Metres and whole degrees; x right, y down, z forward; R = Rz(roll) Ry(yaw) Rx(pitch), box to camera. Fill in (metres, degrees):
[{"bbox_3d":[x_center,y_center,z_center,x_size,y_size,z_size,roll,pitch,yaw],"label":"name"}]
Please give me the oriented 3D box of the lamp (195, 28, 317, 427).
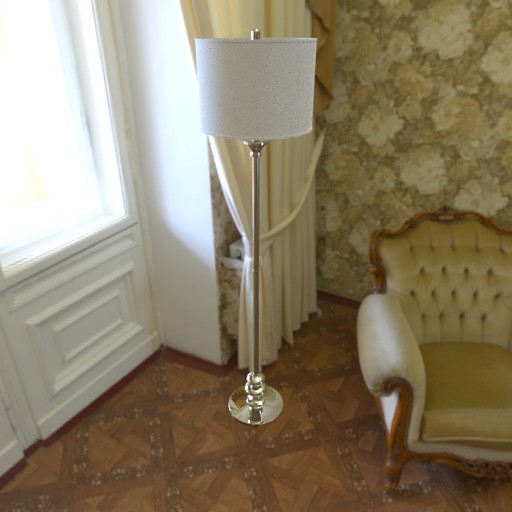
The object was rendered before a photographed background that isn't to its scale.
[{"bbox_3d":[0.000,0.000,1.627,0.356,1.487,0.356,-7,28,-14],"label":"lamp"}]
